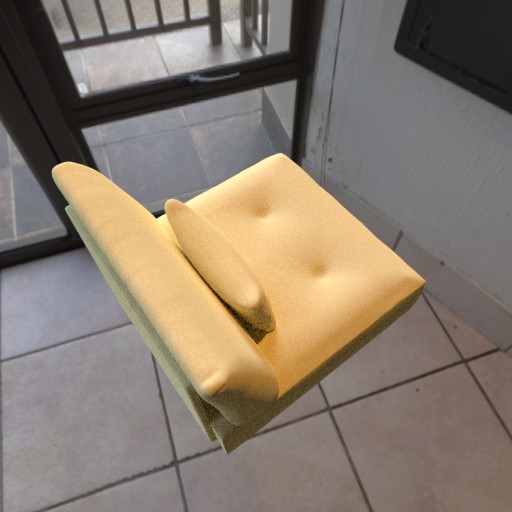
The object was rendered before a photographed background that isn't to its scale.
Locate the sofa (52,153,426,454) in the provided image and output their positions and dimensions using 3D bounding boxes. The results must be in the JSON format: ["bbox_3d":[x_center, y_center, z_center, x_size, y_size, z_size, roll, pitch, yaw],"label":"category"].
[{"bbox_3d":[0.000,0.000,1.687,1.000,0.820,0.930,-32,63,-19],"label":"sofa"}]
